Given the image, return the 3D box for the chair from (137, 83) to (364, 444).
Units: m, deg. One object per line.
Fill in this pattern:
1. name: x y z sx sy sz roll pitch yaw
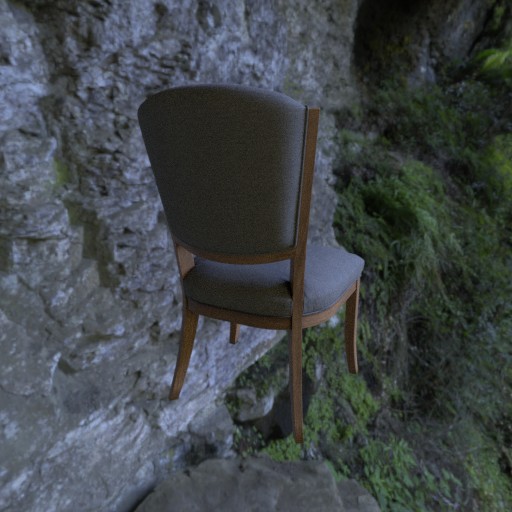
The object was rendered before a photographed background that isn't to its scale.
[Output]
1. chair: 0.000 0.000 1.310 0.513 0.905 0.584 8 17 27
